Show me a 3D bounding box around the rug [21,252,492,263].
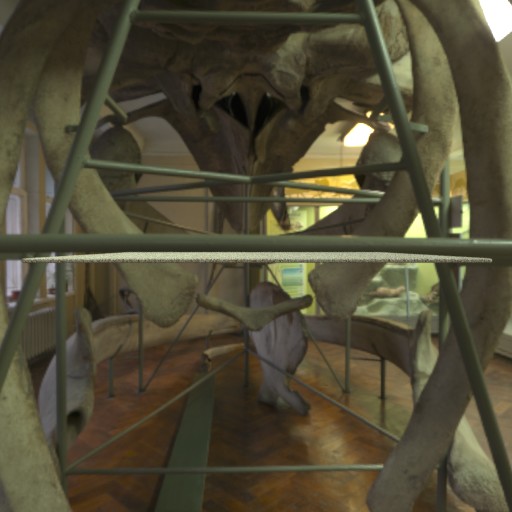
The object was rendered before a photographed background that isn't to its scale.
[{"bbox_3d":[0.000,0.000,4.059,3.047,0.029,2.438,0,1,-1],"label":"rug"}]
